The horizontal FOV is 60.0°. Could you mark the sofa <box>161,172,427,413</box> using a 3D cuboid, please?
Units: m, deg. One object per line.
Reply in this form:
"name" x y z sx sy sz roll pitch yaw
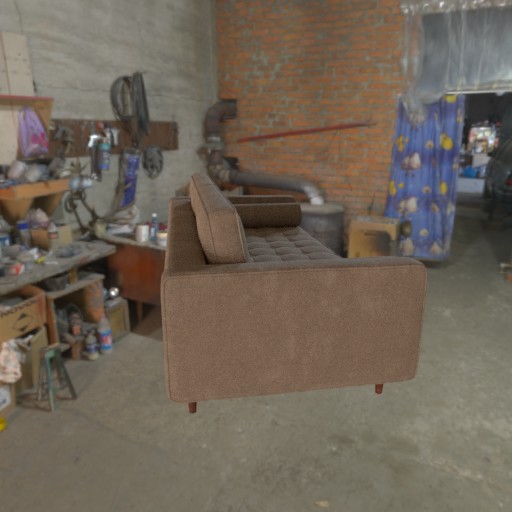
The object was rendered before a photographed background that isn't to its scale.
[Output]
"sofa" 0.000 0.000 2.346 0.920 0.769 1.883 -3 15 -10
